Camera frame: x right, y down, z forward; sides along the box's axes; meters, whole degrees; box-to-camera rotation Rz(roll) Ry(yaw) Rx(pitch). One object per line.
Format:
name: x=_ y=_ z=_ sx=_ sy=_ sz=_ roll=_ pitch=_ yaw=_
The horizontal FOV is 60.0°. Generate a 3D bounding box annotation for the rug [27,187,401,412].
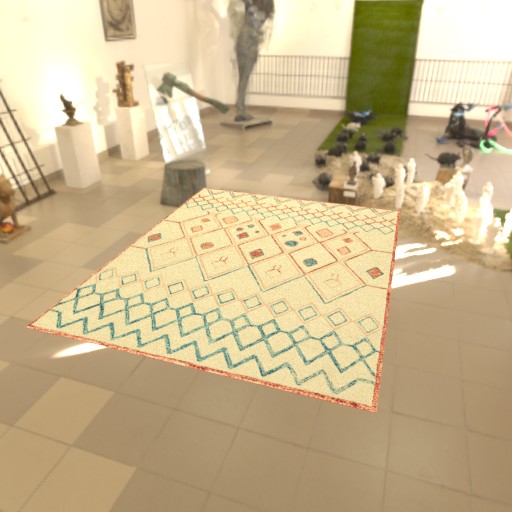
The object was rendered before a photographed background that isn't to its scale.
rug: x=0.000 y=0.000 z=4.092 sx=2.441 sy=0.016 sz=3.050 roll=9 pitch=30 yaw=16
